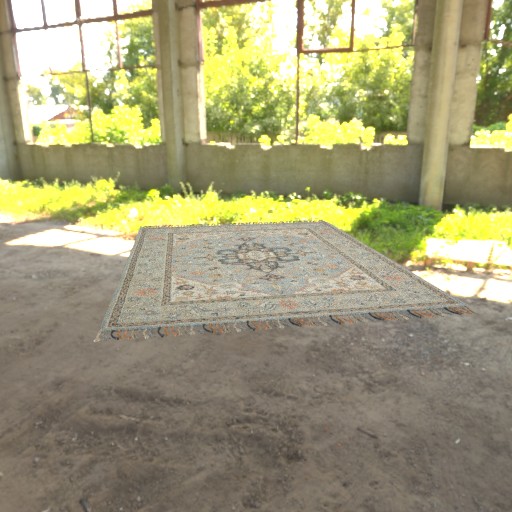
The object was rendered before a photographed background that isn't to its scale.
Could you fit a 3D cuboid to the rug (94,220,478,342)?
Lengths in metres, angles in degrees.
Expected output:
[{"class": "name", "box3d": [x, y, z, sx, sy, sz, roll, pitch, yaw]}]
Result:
[{"class": "rug", "box3d": [0.000, 0.000, 2.241, 1.278, 0.009, 1.730, -3, 16, -9]}]
